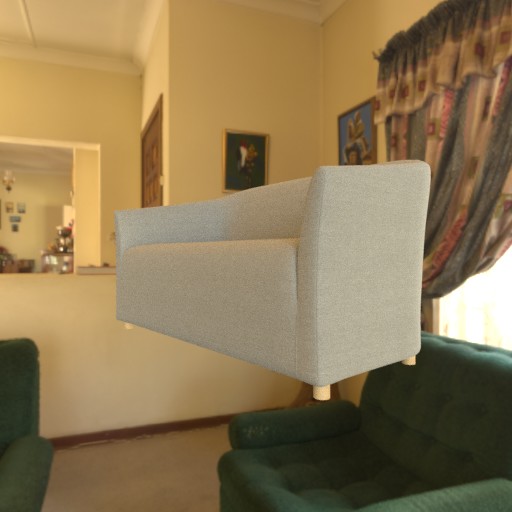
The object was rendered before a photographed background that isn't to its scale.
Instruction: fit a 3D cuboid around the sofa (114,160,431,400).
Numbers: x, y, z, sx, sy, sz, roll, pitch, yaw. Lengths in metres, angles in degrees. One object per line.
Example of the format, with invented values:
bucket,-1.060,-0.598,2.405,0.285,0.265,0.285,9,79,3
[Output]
sofa,0.000,0.000,1.845,0.705,0.721,1.452,0,0,-37
